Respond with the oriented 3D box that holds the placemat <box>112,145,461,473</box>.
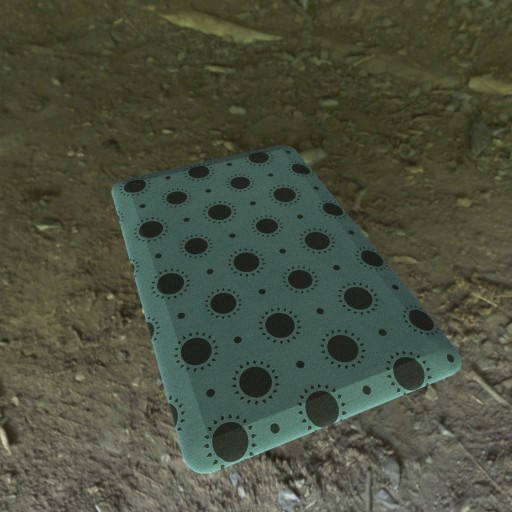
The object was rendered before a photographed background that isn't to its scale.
[{"bbox_3d":[0.000,0.000,0.950,0.508,0.021,0.762,-16,49,-15],"label":"placemat"}]
